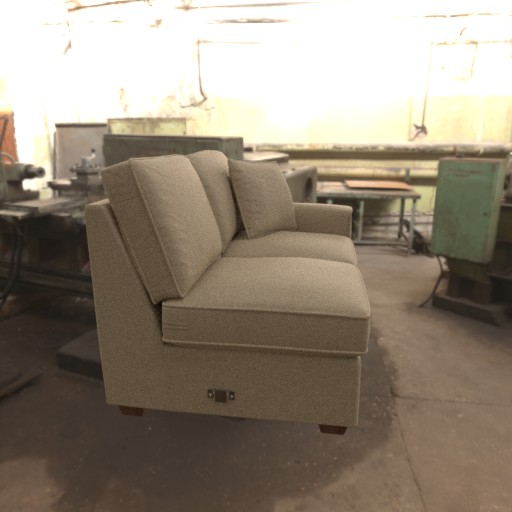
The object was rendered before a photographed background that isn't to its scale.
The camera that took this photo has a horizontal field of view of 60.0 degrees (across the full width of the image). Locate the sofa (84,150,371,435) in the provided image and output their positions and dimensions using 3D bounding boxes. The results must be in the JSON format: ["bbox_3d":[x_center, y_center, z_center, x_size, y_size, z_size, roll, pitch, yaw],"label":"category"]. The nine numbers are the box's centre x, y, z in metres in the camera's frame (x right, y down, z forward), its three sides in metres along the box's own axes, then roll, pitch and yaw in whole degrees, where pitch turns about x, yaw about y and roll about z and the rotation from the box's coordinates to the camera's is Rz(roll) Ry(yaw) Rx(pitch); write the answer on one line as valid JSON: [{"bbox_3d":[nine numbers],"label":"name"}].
[{"bbox_3d":[0.000,0.000,2.155,0.991,0.989,1.388,2,16,9],"label":"sofa"}]
